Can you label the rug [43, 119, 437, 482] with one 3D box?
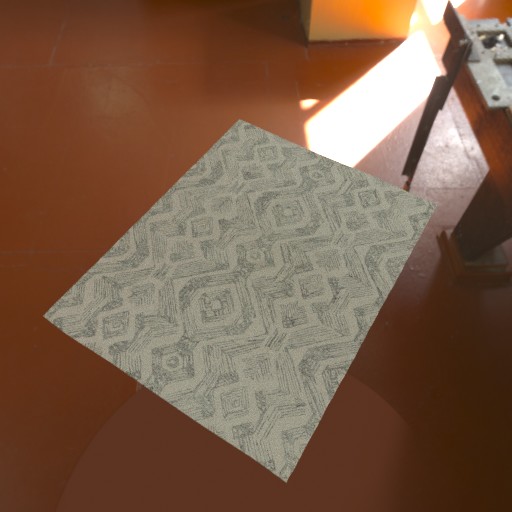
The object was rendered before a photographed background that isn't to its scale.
[{"bbox_3d":[0.000,0.000,4.167,2.430,0.030,3.054,28,61,17],"label":"rug"}]
